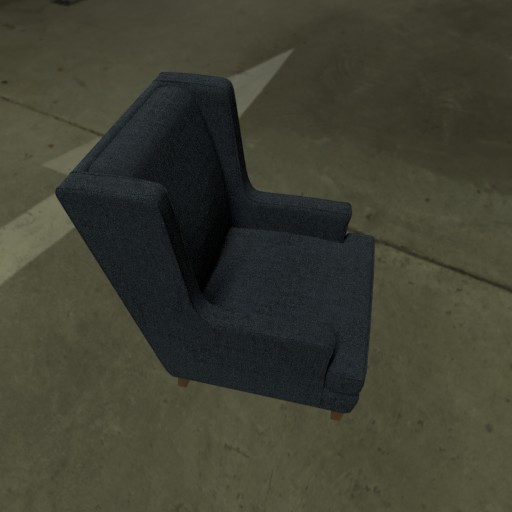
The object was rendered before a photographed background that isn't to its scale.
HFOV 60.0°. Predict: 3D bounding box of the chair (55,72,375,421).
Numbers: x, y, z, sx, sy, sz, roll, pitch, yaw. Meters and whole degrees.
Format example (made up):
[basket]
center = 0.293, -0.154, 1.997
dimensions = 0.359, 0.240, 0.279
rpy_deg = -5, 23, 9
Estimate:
[chair]
center = 0.000, 0.000, 1.741
dimensions = 0.947, 1.072, 0.764
rpy_deg = 9, 46, 9
